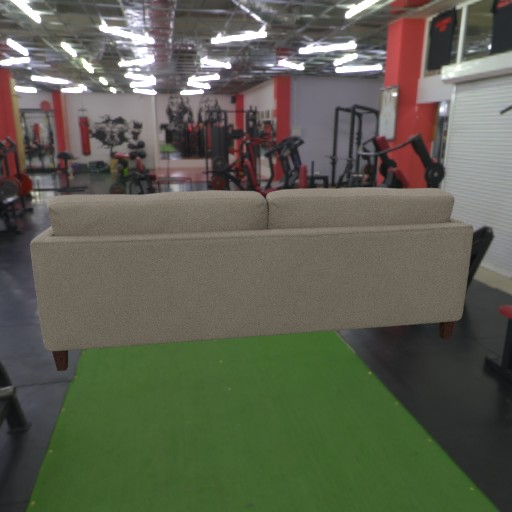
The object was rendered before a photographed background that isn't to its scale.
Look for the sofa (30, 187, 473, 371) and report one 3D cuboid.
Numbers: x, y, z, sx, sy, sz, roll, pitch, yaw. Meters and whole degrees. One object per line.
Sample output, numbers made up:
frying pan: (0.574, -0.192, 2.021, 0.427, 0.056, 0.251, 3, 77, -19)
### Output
sofa: (0.000, 0.000, 2.836, 2.404, 0.912, 0.988, -3, 15, -9)
